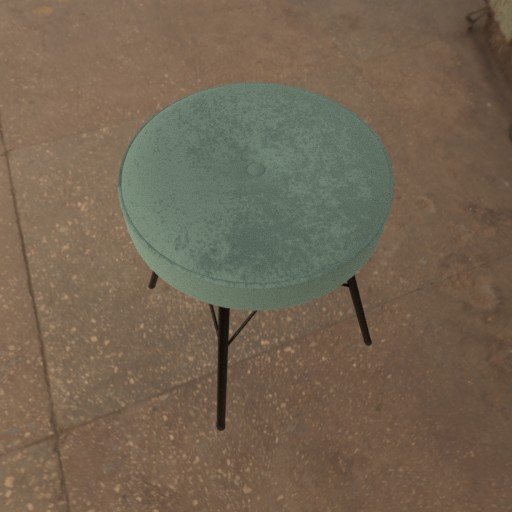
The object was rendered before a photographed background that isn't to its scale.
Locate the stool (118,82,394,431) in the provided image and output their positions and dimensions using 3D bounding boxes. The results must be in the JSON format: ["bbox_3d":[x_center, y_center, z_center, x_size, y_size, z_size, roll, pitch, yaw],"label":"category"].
[{"bbox_3d":[0.000,0.000,0.861,0.457,0.519,0.458,-18,59,-11],"label":"stool"}]
